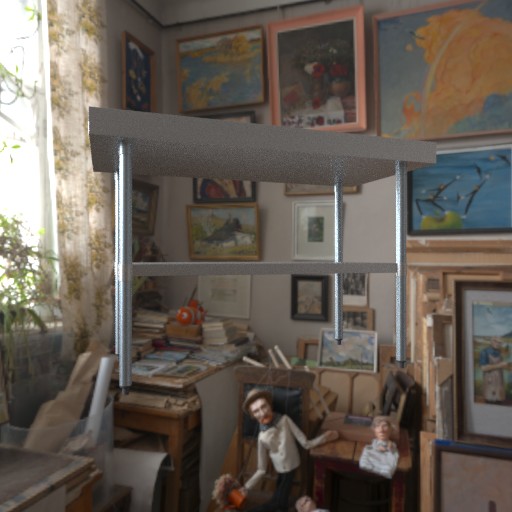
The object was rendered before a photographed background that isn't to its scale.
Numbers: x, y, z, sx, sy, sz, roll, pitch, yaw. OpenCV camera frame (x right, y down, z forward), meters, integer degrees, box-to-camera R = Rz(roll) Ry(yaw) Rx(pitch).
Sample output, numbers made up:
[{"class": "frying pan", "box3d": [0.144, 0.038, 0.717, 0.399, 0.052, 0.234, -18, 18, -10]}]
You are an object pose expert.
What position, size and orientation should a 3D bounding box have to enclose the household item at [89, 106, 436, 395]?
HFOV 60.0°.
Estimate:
[{"class": "household item", "box3d": [0.000, 0.000, 1.749, 1.219, 0.851, 0.610, 0, 0, -19]}]
